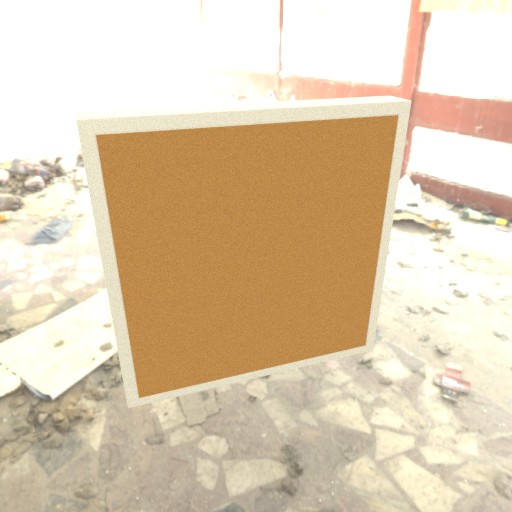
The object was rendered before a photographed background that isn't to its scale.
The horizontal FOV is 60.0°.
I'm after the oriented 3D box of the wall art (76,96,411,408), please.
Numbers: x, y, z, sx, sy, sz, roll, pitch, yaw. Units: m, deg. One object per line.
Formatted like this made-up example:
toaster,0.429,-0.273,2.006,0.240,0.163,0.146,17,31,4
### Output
wall art,0.000,0.000,0.470,0.305,0.305,0.037,-9,29,-16
